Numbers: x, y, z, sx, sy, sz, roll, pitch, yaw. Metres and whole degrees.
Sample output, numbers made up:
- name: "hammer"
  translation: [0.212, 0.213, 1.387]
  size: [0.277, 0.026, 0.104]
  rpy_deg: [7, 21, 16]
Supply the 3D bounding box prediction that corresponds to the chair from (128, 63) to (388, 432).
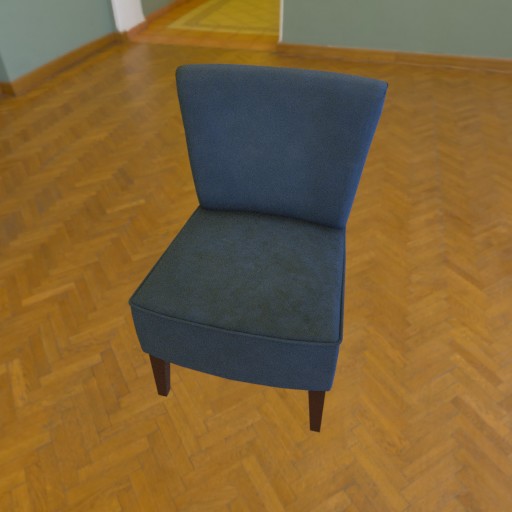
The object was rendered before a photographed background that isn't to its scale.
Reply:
- name: "chair"
  translation: [0.000, 0.000, 1.168]
  size: [0.521, 0.806, 0.551]
  rpy_deg: [9, 41, 11]
